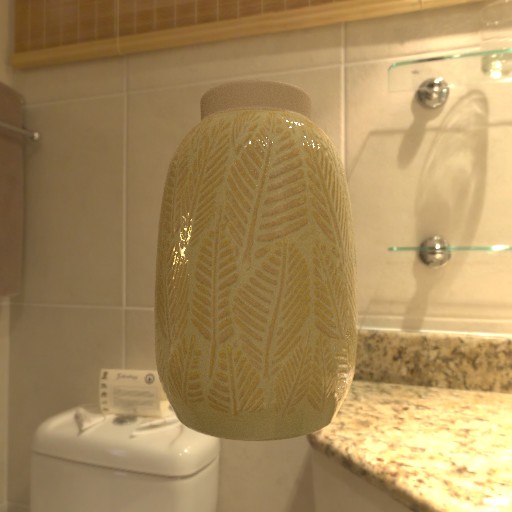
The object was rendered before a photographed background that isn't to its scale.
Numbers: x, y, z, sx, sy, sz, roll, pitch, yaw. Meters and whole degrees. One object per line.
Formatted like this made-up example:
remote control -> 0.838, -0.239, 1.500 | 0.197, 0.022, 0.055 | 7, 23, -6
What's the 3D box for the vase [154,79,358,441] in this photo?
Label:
vase -> 0.000, 0.000, 0.385 | 0.172, 0.270, 0.172 | 0, -1, 0
